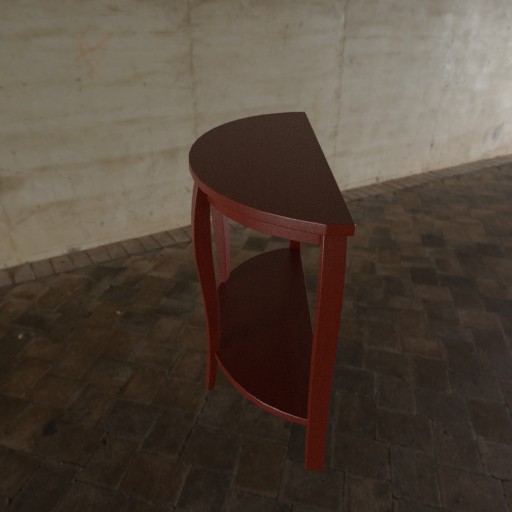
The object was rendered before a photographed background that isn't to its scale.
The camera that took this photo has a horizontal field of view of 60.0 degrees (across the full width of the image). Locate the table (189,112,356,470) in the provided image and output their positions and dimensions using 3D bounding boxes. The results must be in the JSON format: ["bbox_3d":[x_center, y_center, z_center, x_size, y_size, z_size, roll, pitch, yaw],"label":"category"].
[{"bbox_3d":[0.000,0.000,1.570,0.405,0.779,1.219,1,28,1],"label":"table"}]
